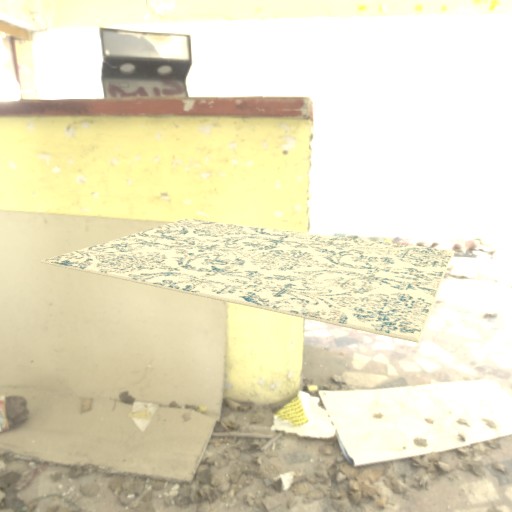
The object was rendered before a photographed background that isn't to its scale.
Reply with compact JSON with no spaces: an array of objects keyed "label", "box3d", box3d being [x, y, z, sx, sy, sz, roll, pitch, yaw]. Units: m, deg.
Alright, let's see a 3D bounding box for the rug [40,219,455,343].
[{"label":"rug","box3d":[0.000,0.000,2.340,1.831,0.012,1.213,9,18,27]}]
